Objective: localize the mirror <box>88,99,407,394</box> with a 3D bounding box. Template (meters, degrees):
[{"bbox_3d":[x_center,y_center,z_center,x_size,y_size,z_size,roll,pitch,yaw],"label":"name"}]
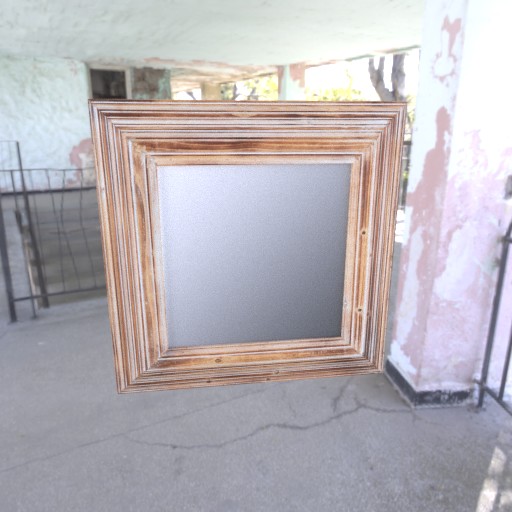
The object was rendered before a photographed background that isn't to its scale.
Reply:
[{"bbox_3d":[0.000,0.000,1.210,0.804,0.804,0.061,-2,17,-8],"label":"mirror"}]
